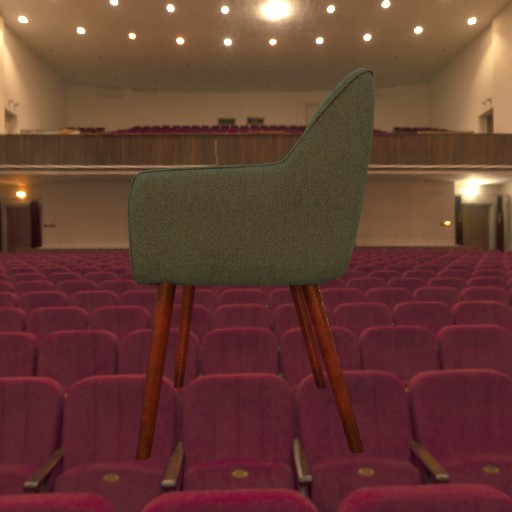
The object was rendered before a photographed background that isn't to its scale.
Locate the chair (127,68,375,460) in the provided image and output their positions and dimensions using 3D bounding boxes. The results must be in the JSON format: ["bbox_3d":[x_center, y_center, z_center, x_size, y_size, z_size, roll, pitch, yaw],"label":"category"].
[{"bbox_3d":[0.000,0.000,1.126,0.519,0.803,0.543,0,0,-1],"label":"chair"}]
